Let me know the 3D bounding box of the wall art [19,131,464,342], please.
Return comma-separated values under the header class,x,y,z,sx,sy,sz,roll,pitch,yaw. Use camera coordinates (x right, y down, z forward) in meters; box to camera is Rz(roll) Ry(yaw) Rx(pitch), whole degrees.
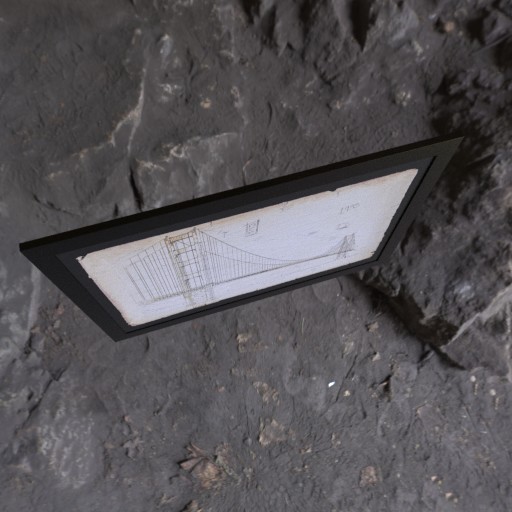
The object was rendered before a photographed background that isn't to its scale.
class,x,y,z,sx,sy,sz,roll,pitch,yaw
wall art,0.000,0.000,0.833,0.660,0.447,0.013,-16,65,-8
